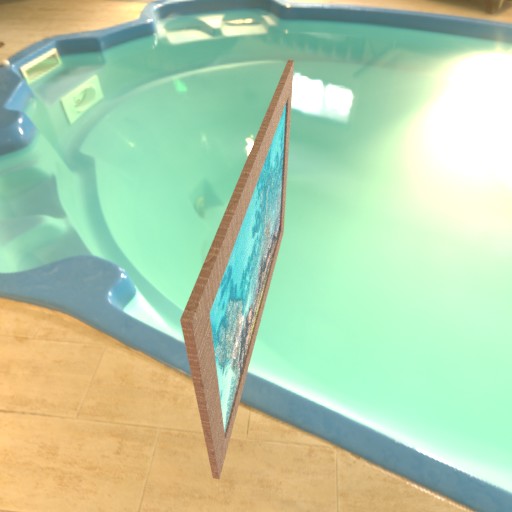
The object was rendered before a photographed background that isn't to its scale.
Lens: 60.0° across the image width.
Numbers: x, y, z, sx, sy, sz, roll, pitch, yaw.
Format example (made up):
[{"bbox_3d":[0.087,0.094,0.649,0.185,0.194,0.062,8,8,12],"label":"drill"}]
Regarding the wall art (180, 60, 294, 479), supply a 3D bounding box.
[{"bbox_3d":[0.000,0.000,1.348,0.020,0.761,1.056,9,47,9],"label":"wall art"}]
